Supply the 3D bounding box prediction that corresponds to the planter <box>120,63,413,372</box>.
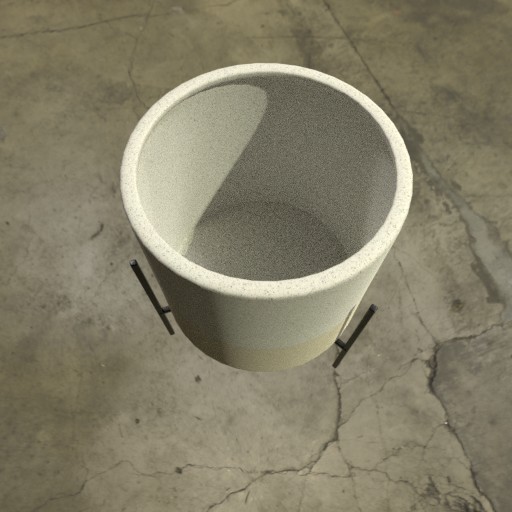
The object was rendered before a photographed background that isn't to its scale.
[{"bbox_3d":[0.000,0.000,0.655,0.335,0.423,0.313,-17,64,-9],"label":"planter"}]
